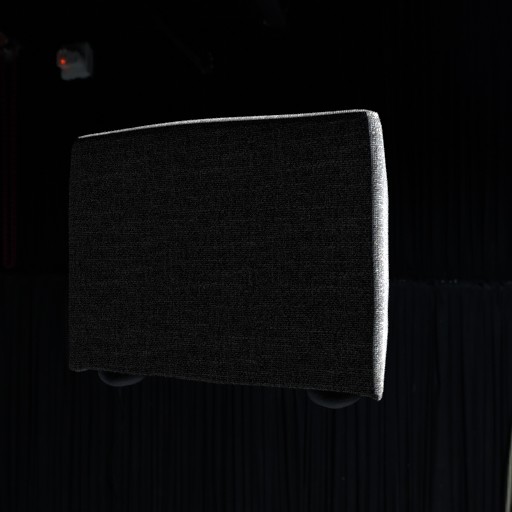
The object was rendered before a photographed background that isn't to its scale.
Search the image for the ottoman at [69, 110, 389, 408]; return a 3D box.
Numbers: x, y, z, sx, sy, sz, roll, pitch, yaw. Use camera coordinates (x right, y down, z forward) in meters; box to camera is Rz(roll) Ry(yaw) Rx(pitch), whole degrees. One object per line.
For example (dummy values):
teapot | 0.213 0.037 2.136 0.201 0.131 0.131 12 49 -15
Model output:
ottoman | 0.000 0.000 0.902 0.512 0.453 0.521 0 0 17
